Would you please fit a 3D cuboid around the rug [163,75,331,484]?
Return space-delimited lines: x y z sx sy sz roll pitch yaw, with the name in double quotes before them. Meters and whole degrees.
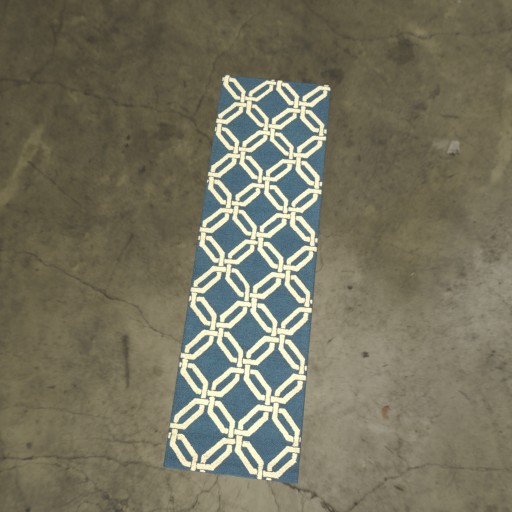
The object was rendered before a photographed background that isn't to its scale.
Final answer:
"rug" 0.000 0.000 2.486 0.678 0.014 2.276 6 76 2
